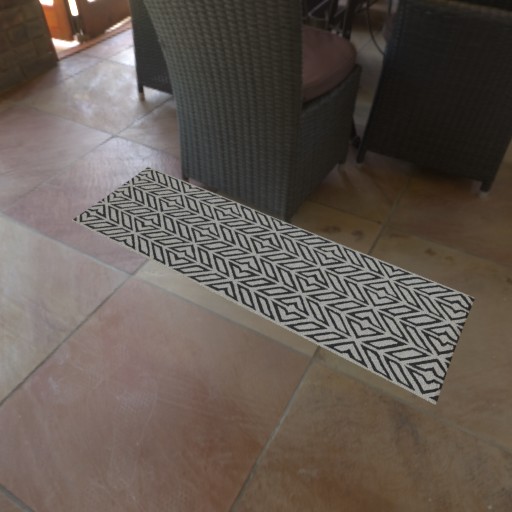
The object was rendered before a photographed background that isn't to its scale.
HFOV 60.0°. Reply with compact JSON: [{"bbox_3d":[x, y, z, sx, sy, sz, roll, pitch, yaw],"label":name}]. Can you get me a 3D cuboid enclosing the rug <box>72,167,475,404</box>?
[{"bbox_3d":[0.000,0.000,2.722,2.435,0.009,0.750,24,50,22],"label":"rug"}]
